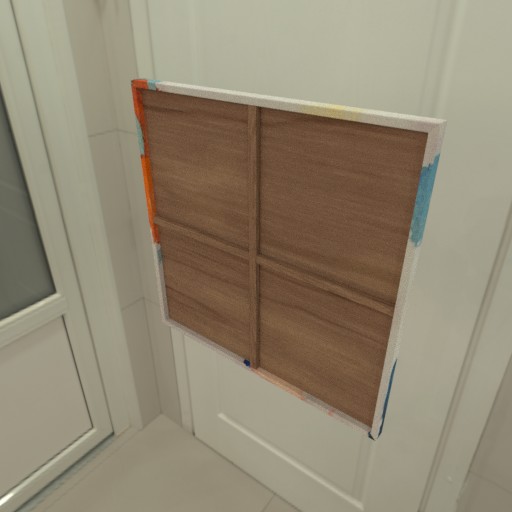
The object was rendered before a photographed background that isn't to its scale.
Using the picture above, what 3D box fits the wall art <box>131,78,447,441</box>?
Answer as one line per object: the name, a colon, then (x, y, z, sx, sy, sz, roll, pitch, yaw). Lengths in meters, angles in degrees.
wall art: (0.000, 0.000, 1.177, 0.814, 0.814, 0.037, 21, 36, 32)
